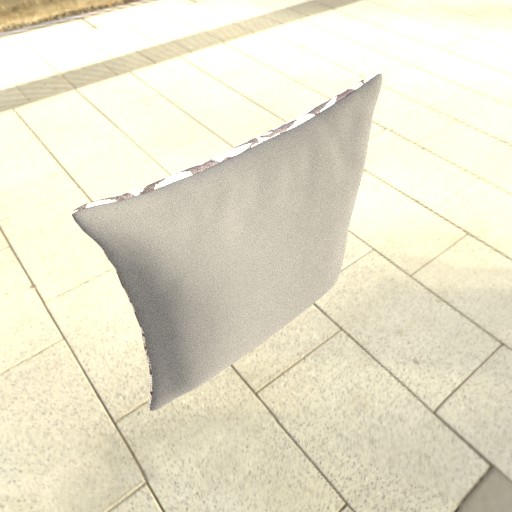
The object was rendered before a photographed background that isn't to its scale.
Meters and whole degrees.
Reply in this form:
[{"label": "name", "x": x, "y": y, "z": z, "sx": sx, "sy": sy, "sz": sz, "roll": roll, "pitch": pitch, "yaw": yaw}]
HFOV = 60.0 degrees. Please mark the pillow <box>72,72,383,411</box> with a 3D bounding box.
[{"label": "pillow", "x": 0.000, "y": 0.000, "z": 0.776, "sx": 0.526, "sy": 0.507, "sz": 0.166, "roll": -32, "pitch": 54, "yaw": -27}]
